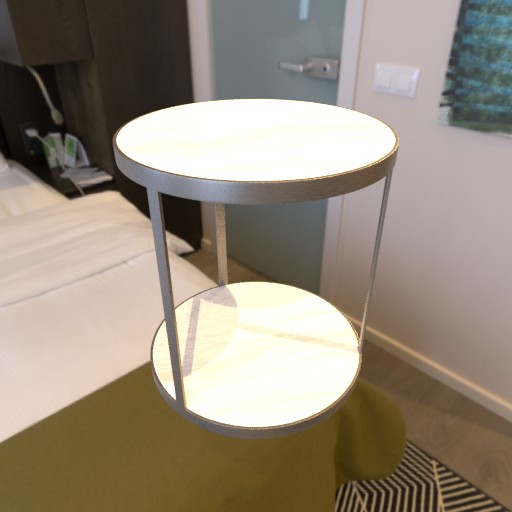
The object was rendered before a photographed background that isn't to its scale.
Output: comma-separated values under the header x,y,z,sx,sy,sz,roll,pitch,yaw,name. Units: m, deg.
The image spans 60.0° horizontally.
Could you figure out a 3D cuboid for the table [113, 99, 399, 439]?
x,y,z,sx,sy,sz,roll,pitch,yaw,name
0.000,0.000,0.838,0.445,0.479,0.445,0,32,0,table
